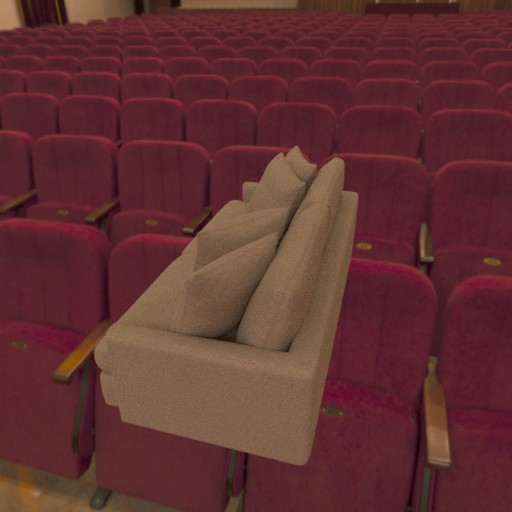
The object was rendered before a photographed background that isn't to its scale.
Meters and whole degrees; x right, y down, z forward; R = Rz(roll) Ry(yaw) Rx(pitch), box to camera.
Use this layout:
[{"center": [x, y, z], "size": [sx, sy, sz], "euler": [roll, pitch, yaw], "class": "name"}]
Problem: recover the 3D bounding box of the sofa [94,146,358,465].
[{"center": [0.000, 0.000, 3.125], "size": [1.228, 1.084, 2.380], "euler": [8, 30, 14], "class": "sofa"}]
